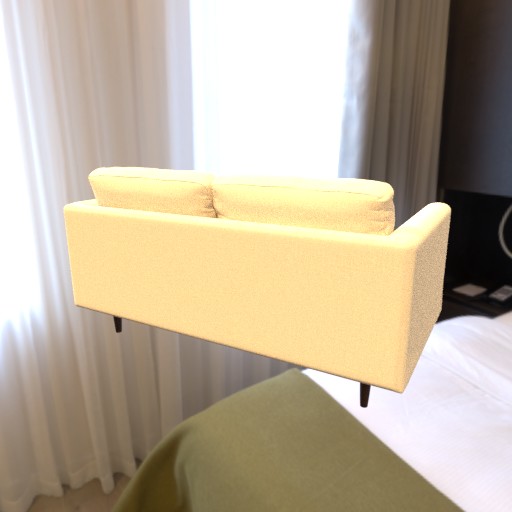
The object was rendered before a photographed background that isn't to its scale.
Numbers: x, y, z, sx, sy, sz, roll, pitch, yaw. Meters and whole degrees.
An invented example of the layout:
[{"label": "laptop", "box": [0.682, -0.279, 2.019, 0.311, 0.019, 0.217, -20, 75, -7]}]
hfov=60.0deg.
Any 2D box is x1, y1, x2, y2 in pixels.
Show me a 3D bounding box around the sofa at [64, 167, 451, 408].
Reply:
[{"label": "sofa", "box": [0.000, 0.000, 2.257, 1.713, 0.893, 0.940, 9, 18, 29]}]
